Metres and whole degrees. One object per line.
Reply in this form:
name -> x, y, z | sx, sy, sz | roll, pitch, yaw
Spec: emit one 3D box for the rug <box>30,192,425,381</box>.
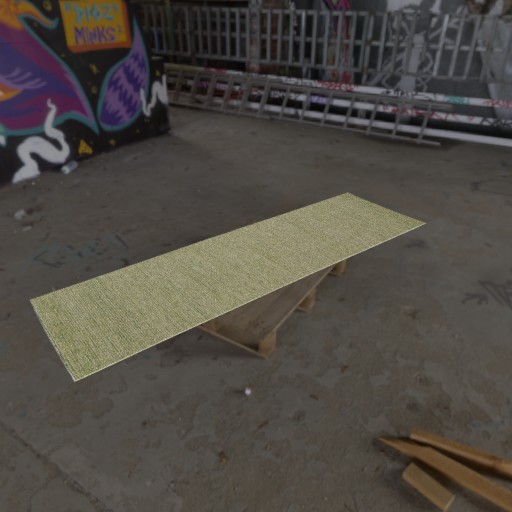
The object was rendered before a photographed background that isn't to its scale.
rug -> 0.000, 0.000, 2.593 | 2.340, 0.013, 0.686 | -21, 36, -31
